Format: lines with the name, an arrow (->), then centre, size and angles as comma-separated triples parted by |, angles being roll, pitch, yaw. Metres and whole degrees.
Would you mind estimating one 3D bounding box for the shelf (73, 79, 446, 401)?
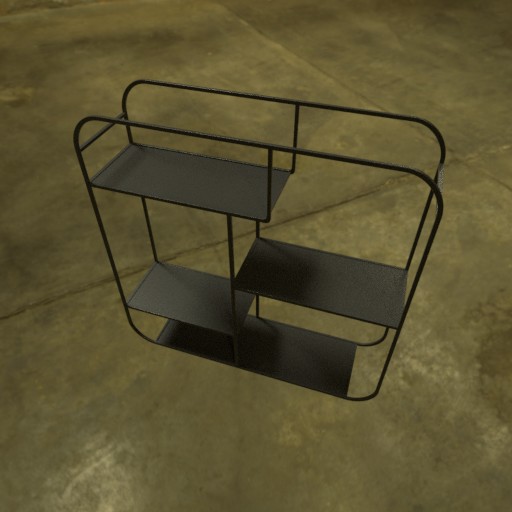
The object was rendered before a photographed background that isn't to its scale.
shelf -> 0.000, 0.000, 0.902 | 0.600, 0.600, 0.160 | 13, 44, 13
